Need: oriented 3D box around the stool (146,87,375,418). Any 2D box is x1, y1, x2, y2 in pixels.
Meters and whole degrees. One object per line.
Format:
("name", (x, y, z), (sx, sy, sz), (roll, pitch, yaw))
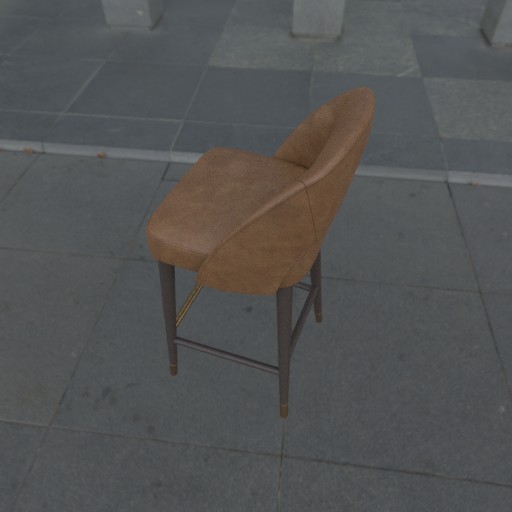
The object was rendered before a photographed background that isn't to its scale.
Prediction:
("stool", (0.000, 0.000, 1.337), (0.509, 1.037, 0.494), (16, 49, 15))
